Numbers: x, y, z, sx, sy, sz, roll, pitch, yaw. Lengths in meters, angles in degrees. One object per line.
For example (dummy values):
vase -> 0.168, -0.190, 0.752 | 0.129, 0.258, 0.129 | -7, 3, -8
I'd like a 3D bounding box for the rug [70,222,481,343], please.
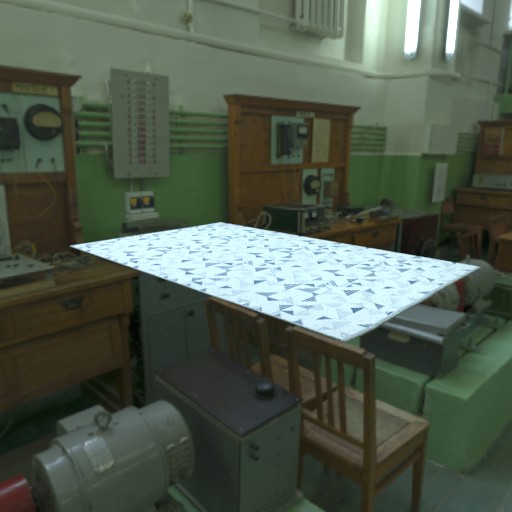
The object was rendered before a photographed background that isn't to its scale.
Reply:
rug -> 0.000, 0.000, 3.044 | 2.457, 0.009, 1.512 | 13, 19, 43
